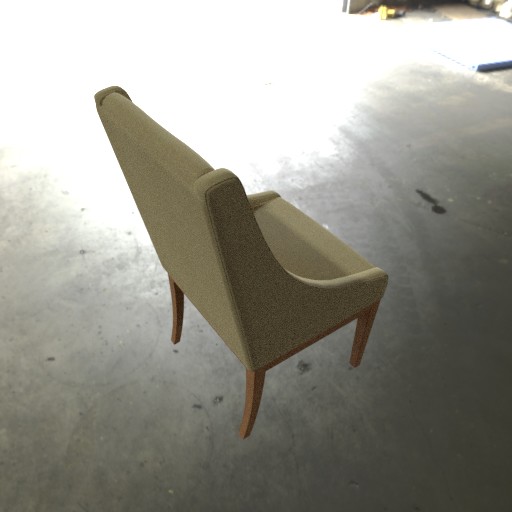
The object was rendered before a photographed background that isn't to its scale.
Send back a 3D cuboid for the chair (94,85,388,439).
[{"bbox_3d":[0.000,0.000,1.381,0.611,1.021,0.575,-26,48,-26],"label":"chair"}]
